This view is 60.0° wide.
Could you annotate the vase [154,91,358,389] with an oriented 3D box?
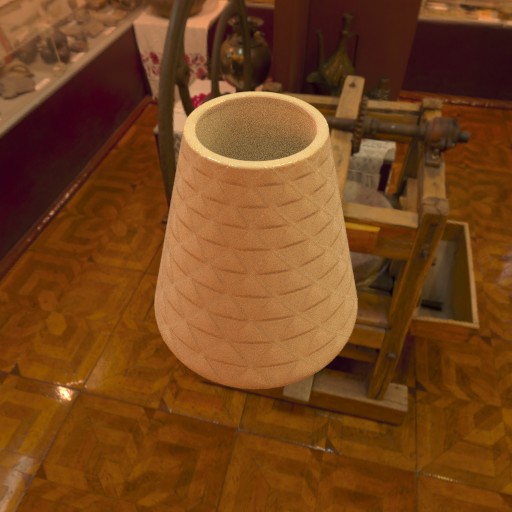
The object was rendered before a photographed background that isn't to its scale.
[{"bbox_3d":[0.000,0.000,0.351,0.175,0.230,0.175,0,47,0],"label":"vase"}]
